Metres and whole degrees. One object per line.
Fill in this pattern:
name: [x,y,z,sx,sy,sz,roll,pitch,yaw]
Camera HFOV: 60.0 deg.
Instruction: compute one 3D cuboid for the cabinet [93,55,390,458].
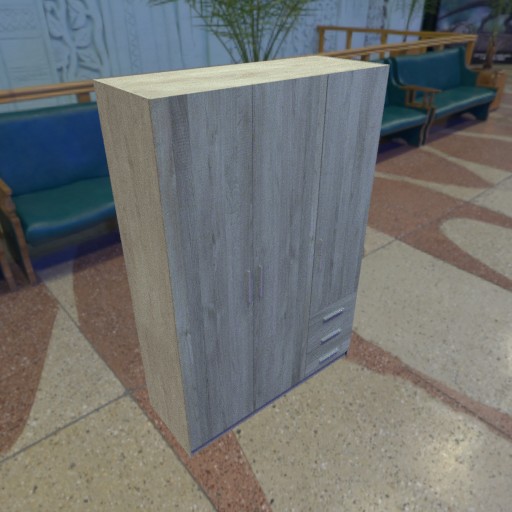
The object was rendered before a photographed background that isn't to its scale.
cabinet: [0.000,0.000,2.463,1.290,1.910,0.510,-22,37,-33]
